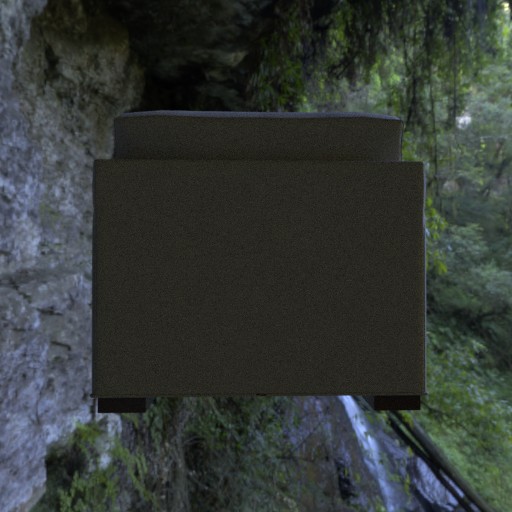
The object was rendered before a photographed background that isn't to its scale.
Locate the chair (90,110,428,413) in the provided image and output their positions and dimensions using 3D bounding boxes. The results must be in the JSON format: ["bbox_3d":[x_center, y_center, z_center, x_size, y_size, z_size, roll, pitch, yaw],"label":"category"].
[{"bbox_3d":[0.000,0.000,1.819,0.999,0.934,1.044,0,-1,-1],"label":"chair"}]
